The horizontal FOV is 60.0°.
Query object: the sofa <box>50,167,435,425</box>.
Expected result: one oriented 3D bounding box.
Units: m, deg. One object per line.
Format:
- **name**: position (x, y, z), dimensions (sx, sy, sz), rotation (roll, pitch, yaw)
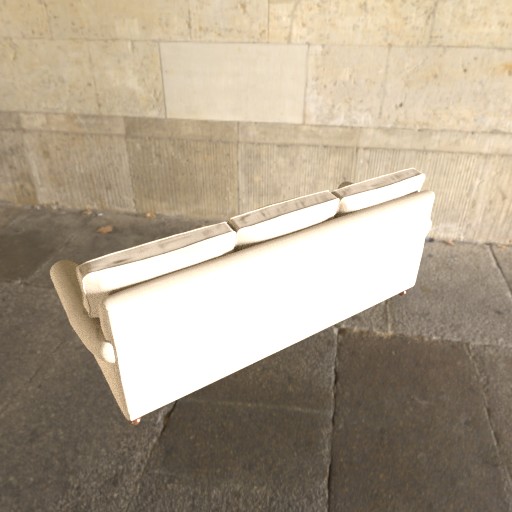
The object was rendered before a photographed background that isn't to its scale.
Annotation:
- **sofa**: position (0.000, 0.000, 2.850), dimensions (2.354, 0.948, 0.966), rotation (-19, 36, -28)
